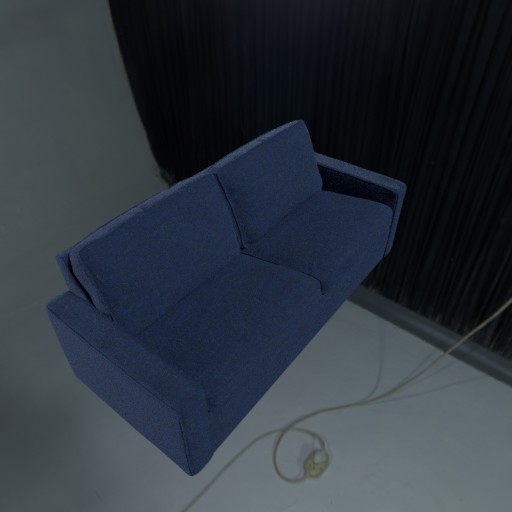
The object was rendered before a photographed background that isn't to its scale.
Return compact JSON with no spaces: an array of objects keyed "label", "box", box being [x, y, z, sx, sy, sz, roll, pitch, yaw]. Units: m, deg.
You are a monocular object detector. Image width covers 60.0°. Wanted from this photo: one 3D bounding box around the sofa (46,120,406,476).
[{"label":"sofa","box":[0.000,0.000,2.540,0.940,0.919,2.080,27,47,28]}]
